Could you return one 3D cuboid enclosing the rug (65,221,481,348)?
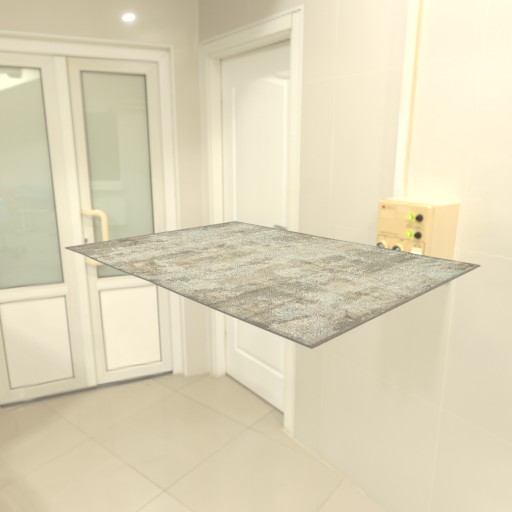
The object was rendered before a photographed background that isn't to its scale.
[{"bbox_3d":[0.000,0.000,4.297,2.393,0.013,3.307,-13,19,-43],"label":"rug"}]
